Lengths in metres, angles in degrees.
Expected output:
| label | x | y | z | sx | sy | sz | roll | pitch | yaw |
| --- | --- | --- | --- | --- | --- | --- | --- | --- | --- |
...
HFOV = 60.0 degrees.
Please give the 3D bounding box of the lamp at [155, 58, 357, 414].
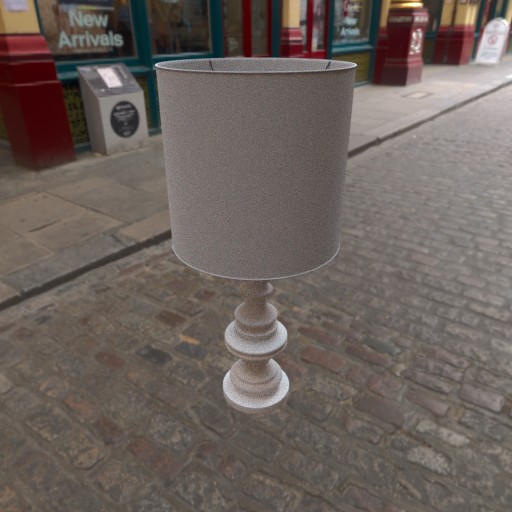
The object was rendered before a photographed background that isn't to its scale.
| label | x | y | z | sx | sy | sz | roll | pitch | yaw |
| --- | --- | --- | --- | --- | --- | --- | --- | --- | --- |
| lamp | 0.000 | 0.000 | 0.571 | 0.208 | 0.455 | 0.208 | 19 | 33 | 32 |
